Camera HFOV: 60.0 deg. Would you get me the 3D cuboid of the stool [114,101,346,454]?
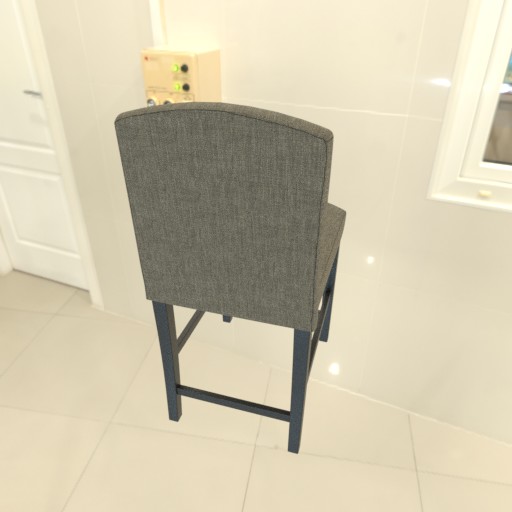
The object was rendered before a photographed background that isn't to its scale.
[{"bbox_3d":[0.000,0.000,1.289,0.451,0.966,0.552,9,33,14],"label":"stool"}]
